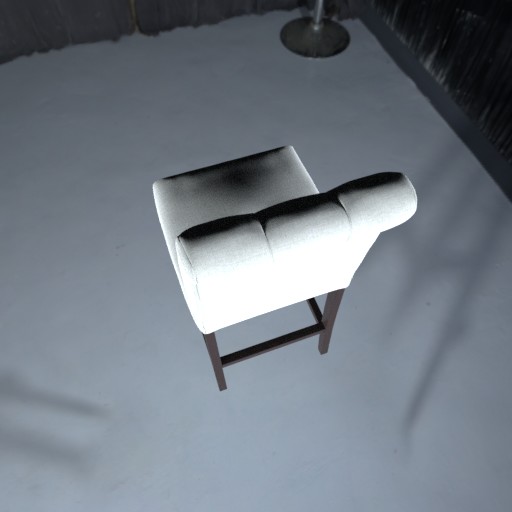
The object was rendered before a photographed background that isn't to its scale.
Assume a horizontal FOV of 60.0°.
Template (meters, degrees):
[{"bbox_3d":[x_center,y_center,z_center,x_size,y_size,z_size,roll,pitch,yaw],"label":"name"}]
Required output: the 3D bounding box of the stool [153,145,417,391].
[{"bbox_3d":[0.000,0.000,1.359,0.493,1.040,0.601,-17,60,-10],"label":"stool"}]
